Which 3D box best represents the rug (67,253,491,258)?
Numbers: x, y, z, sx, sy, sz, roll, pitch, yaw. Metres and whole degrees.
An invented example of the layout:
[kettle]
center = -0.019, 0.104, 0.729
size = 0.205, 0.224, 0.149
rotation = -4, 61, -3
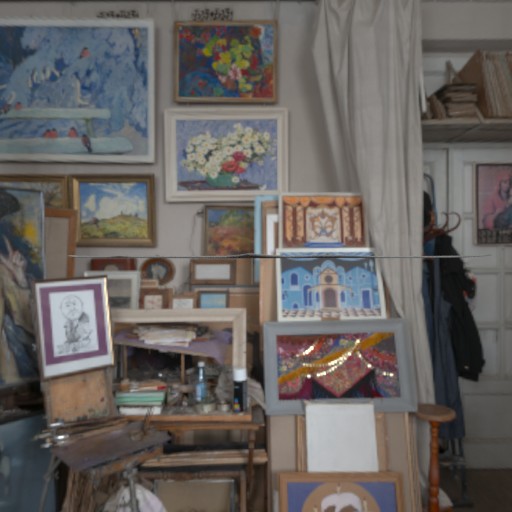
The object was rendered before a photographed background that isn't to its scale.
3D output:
[rug]
center = 0.000, 0.000, 3.827
size = 2.343, 0.026, 2.925
rotation = 0, 0, -38
